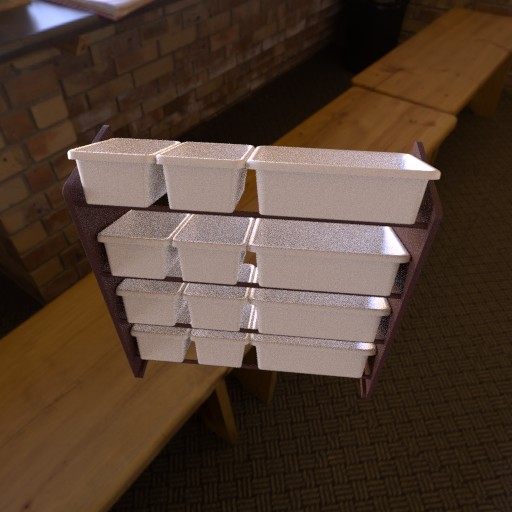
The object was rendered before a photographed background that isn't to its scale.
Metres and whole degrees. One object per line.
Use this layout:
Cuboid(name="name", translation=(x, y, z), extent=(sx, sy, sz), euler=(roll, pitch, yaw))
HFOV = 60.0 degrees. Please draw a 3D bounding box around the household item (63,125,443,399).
Cuboid(name="household item", translation=(0.000, 0.000, 1.293), extent=(0.787, 0.864, 0.389), euler=(4, 46, 4))
